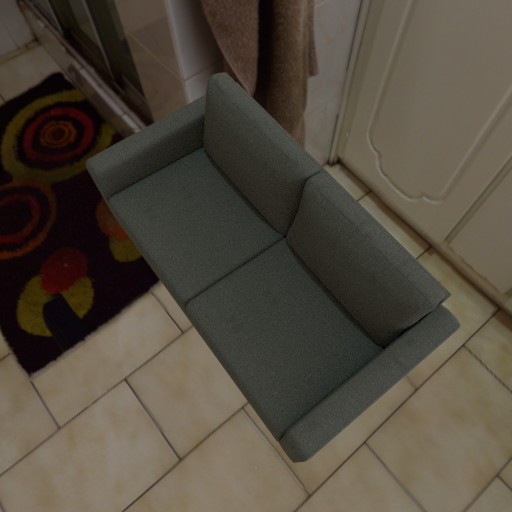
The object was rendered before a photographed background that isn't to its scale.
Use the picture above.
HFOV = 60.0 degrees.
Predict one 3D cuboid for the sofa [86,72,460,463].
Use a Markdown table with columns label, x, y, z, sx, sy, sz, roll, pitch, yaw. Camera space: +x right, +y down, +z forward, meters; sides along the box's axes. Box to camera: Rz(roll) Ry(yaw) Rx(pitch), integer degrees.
| label | x | y | z | sx | sy | sz | roll | pitch | yaw |
| --- | --- | --- | --- | --- | --- | --- | --- | --- | --- |
| sofa | 0.000 | 0.000 | 2.233 | 0.889 | 0.897 | 1.730 | -35 | 69 | -15 |
